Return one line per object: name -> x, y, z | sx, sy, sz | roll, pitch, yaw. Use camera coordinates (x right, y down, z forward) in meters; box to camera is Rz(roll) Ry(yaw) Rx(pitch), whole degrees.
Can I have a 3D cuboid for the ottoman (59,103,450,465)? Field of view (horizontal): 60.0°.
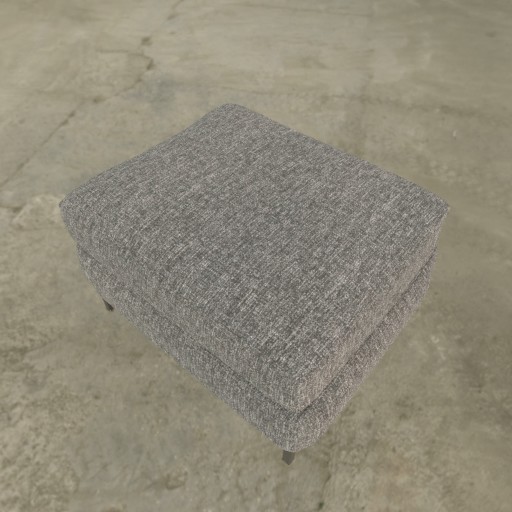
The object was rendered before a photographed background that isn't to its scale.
ottoman -> 0.000, 0.000, 1.223 | 0.828, 0.480, 0.683 | 32, 56, 26
